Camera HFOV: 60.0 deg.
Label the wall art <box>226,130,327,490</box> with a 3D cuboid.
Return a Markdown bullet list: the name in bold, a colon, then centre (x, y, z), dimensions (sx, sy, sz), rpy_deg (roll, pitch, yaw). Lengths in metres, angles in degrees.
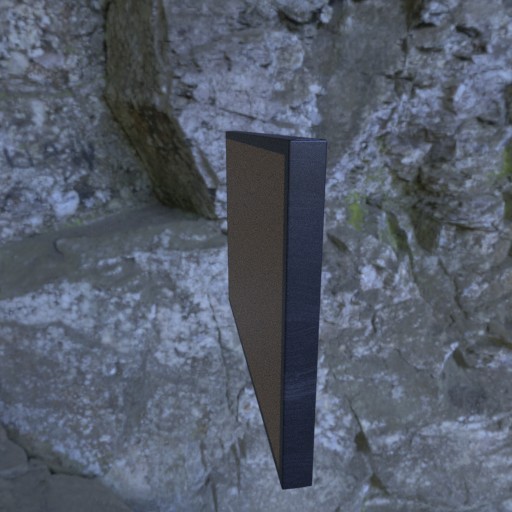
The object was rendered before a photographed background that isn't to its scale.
- **wall art**: centre (0.000, 0.000, 0.764), dimensions (0.038, 0.409, 0.610), rpy_deg (-3, 17, -9)
